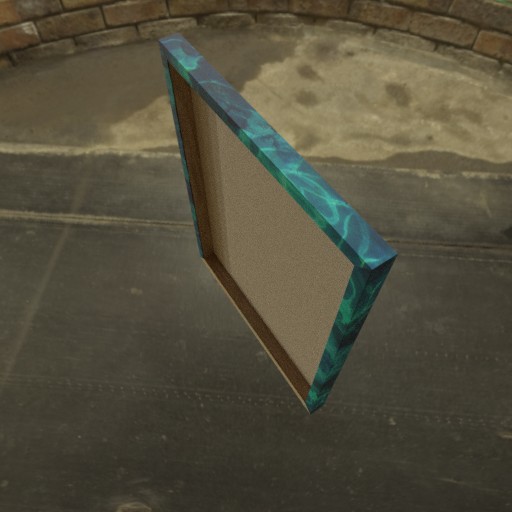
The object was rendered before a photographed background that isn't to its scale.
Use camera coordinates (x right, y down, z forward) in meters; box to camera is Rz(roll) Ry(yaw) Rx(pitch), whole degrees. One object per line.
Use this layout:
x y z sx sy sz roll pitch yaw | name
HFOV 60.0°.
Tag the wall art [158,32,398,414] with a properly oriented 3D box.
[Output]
0.000 0.000 0.857 0.038 0.635 0.508 -29 62 -17 | wall art
